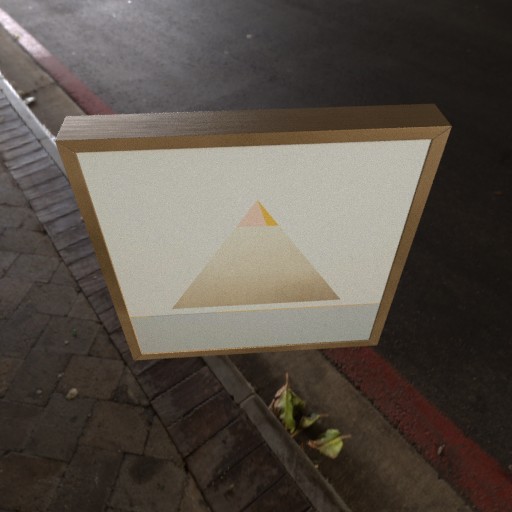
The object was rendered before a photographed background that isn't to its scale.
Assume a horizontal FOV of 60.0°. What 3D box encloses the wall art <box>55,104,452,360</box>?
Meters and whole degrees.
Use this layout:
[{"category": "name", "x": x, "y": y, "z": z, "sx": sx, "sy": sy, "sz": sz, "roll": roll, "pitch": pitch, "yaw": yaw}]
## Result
[{"category": "wall art", "x": 0.000, "y": 0.000, "z": 0.460, "sx": 0.305, "sy": 0.303, "sz": 0.038, "roll": -3, "pitch": 45, "yaw": -3}]
